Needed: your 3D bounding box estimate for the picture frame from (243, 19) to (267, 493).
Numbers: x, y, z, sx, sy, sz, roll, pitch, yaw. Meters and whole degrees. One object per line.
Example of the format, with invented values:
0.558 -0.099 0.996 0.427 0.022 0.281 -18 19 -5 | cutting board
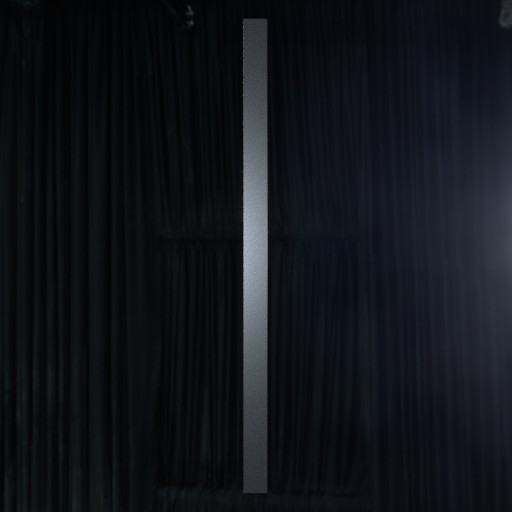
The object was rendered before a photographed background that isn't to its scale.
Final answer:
0.000 0.000 0.750 0.028 0.556 0.460 0 0 0 | picture frame
